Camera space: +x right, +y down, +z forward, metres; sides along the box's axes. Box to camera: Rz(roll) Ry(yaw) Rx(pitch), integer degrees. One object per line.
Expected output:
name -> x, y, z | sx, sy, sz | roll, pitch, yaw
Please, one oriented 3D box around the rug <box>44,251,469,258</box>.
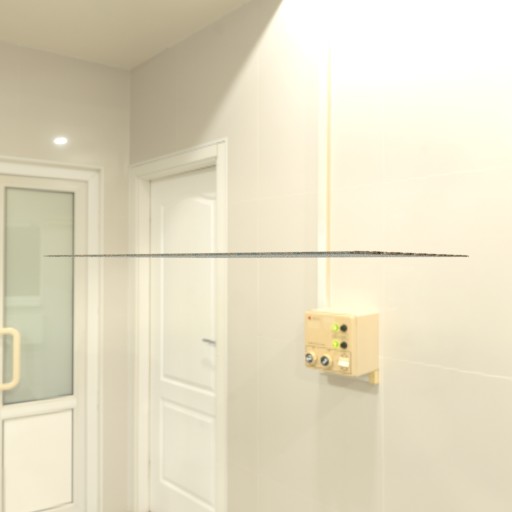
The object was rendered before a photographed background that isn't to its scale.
rug -> 0.000, 0.000, 2.219 | 1.730, 0.009, 1.278 | 0, -1, 37
